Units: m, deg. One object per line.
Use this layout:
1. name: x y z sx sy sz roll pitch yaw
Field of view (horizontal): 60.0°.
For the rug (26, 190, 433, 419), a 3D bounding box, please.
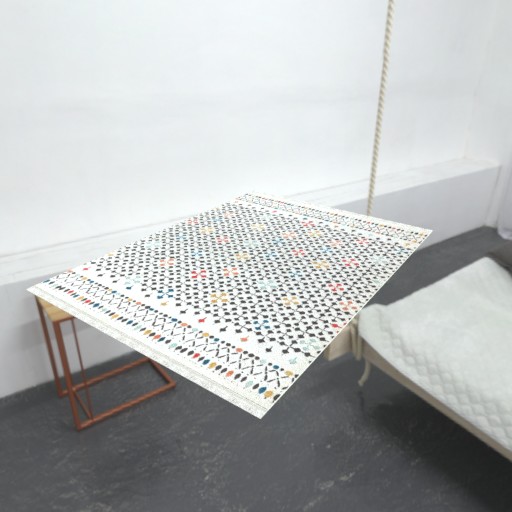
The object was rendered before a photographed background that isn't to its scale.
1. rug: 0.000 0.000 4.179 2.354 0.007 3.196 18 31 31
